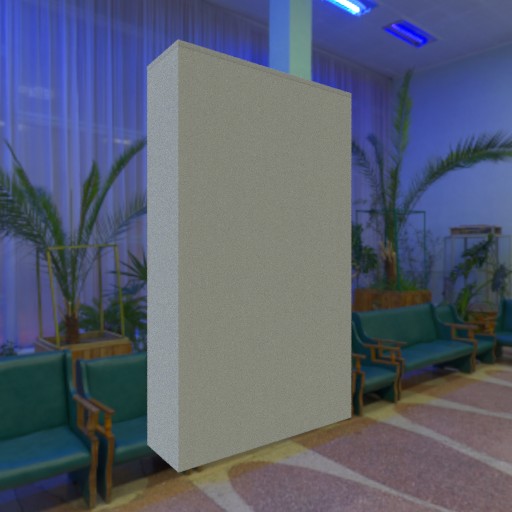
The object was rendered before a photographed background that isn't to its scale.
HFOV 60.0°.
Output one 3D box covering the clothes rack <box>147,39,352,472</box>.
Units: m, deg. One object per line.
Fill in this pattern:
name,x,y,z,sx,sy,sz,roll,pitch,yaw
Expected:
clothes rack,0.000,0.000,1.631,0.750,1.280,0.250,0,0,-36
